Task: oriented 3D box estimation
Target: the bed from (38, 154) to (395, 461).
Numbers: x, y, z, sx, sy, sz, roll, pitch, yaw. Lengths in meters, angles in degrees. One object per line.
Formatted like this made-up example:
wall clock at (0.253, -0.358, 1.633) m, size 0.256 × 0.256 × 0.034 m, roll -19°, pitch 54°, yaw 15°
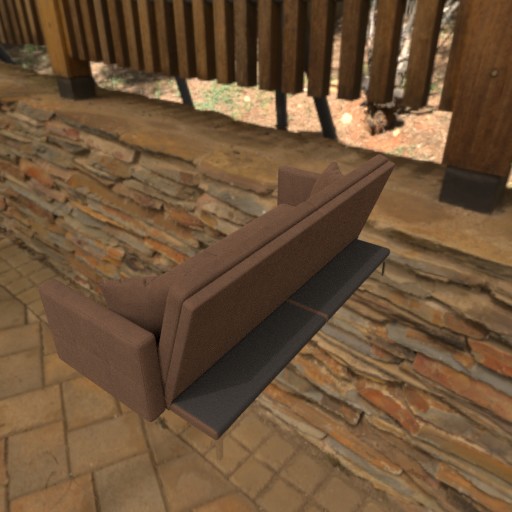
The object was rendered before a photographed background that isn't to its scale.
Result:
bed at (0.000, 0.000, 2.358) m, size 0.889 × 0.787 × 1.905 m, roll 20°, pitch 36°, yaw 30°
